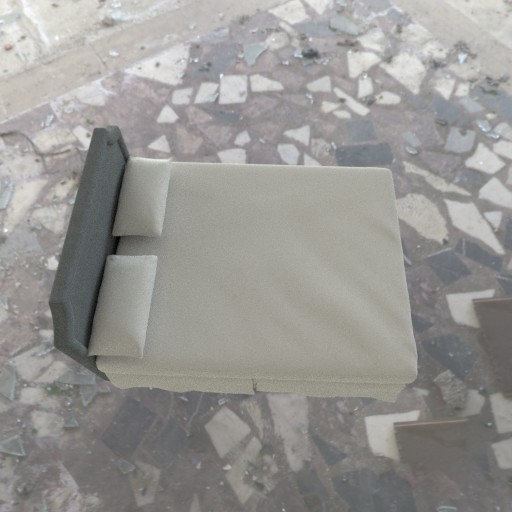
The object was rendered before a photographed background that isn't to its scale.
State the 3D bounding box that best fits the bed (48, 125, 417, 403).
[{"bbox_3d":[0.000,0.000,3.534,2.464,1.306,1.977,2,63,1],"label":"bed"}]
